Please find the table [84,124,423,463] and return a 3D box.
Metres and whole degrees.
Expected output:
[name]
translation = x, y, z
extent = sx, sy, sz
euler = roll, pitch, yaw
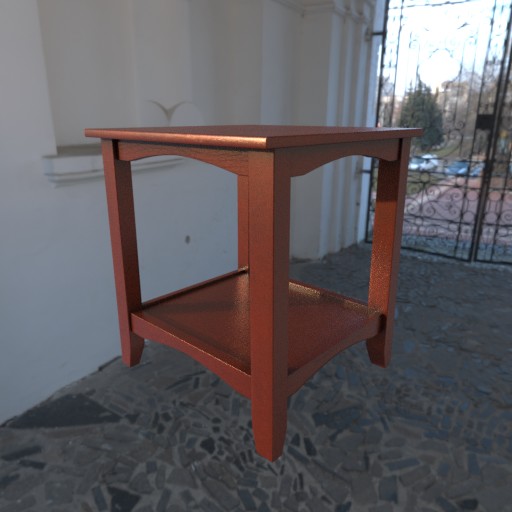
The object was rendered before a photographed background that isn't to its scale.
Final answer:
[table]
translation = 0.000, 0.000, 1.009
extent = 0.522, 0.558, 0.523
euler = -17, 24, -42
